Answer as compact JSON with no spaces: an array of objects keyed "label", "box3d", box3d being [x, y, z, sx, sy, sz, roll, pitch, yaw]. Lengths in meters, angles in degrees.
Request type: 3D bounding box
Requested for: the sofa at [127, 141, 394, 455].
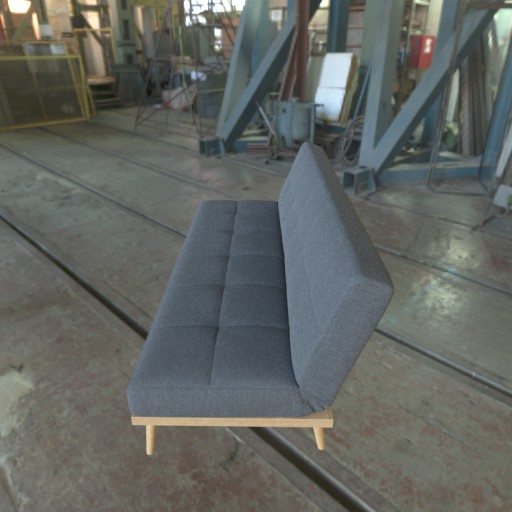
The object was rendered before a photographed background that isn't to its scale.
[{"label":"sofa","box3d":[0.000,0.000,2.192,0.820,0.770,1.820,0,26,1]}]
